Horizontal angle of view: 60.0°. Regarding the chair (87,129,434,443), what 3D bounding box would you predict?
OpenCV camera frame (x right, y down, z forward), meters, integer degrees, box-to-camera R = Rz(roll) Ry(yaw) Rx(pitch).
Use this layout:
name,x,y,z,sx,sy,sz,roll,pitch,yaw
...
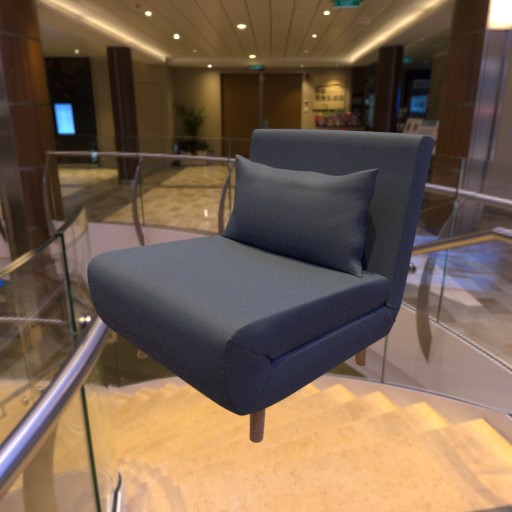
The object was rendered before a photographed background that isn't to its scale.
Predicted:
name,x,y,z,sx,sy,sz,roll,pitch,yaw
chair,0.000,0.000,1.505,0.900,0.808,0.770,-16,24,-41
